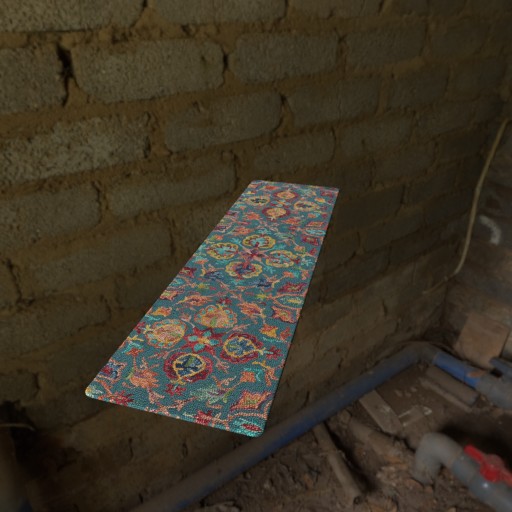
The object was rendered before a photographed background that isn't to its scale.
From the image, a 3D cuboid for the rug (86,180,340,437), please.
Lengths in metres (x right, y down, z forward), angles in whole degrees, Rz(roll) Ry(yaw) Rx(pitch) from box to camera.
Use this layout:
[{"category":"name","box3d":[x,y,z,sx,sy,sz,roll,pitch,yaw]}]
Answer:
[{"category":"rug","box3d":[0.000,0.000,2.498,0.686,0.013,2.286,8,31,14]}]
